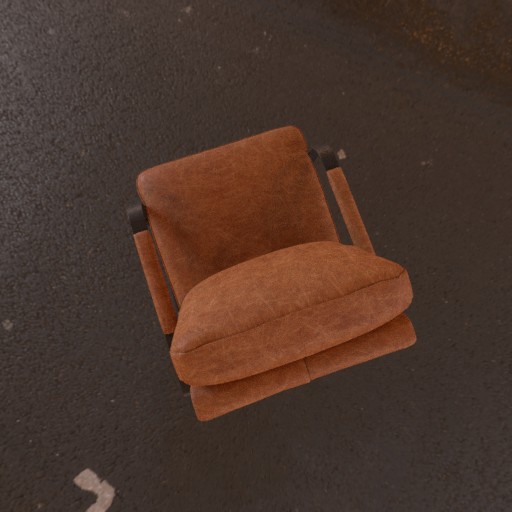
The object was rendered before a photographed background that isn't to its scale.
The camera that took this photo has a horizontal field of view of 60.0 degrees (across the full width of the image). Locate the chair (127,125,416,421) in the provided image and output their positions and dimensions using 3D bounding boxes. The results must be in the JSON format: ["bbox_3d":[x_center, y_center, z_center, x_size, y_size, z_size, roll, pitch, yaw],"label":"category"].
[{"bbox_3d":[0.000,0.000,1.373,0.651,0.777,0.801,-19,75,-5],"label":"chair"}]
